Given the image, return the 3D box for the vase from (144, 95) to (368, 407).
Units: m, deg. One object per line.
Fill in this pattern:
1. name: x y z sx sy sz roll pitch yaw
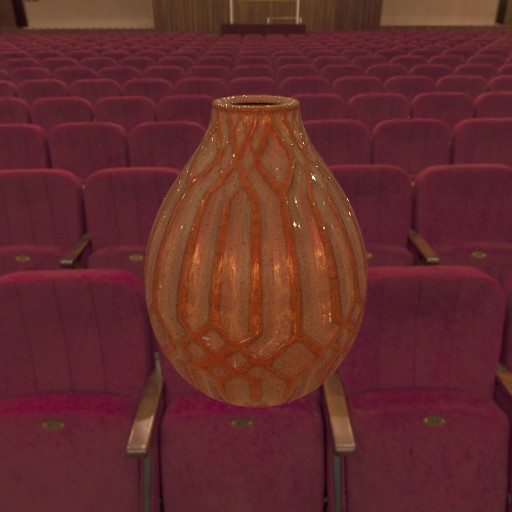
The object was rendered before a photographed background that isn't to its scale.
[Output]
1. vase: 0.000 0.000 0.262 0.131 0.175 0.131 0 27 0
